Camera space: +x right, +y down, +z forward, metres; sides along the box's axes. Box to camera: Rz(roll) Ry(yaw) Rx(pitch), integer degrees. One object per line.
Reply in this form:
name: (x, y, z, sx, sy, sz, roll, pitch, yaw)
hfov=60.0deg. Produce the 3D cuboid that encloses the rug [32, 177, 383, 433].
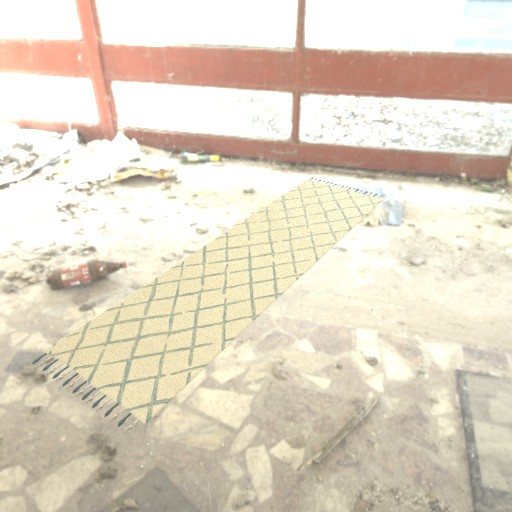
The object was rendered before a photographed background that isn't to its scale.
rug: (0.000, 0.000, 2.481, 0.620, 0.008, 2.372, 21, 38, 29)
